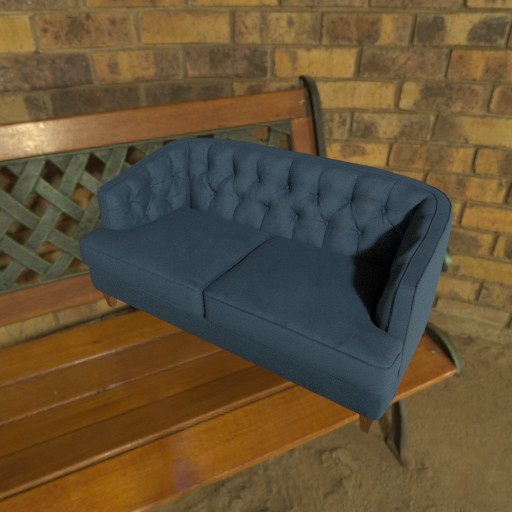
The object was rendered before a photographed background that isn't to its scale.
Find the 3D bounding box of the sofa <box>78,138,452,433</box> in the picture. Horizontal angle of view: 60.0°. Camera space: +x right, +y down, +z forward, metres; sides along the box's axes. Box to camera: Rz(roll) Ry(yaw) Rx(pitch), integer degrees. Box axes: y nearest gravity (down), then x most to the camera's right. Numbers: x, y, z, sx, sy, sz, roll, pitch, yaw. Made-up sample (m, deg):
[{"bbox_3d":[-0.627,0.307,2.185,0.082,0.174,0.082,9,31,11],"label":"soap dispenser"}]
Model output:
[{"bbox_3d":[0.000,0.000,2.301,1.733,0.854,0.941,19,36,28],"label":"sofa"}]
